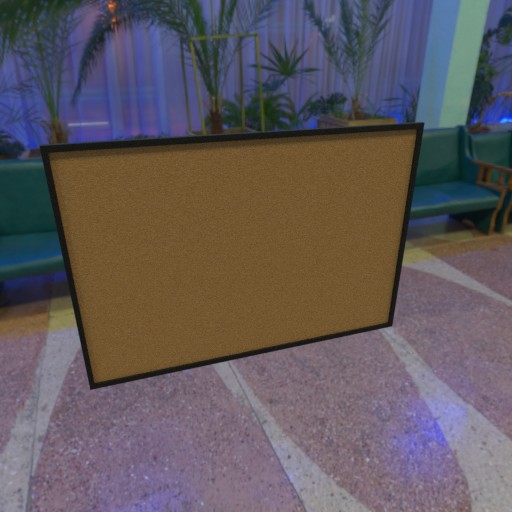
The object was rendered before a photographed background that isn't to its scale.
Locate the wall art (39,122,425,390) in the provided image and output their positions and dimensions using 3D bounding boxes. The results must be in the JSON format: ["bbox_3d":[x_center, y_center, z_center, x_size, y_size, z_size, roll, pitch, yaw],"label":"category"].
[{"bbox_3d":[0.000,0.000,1.217,0.963,0.665,0.013,-8,27,-17],"label":"wall art"}]
